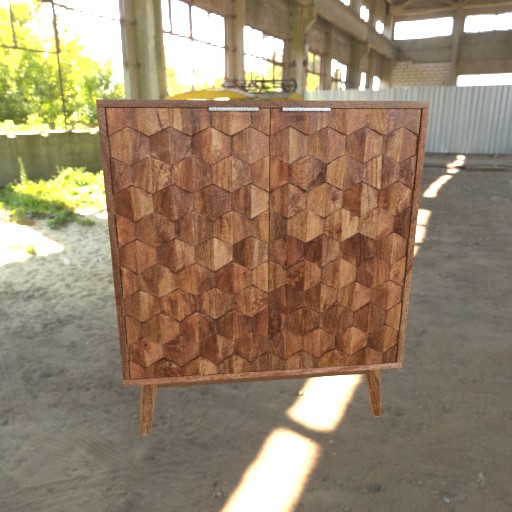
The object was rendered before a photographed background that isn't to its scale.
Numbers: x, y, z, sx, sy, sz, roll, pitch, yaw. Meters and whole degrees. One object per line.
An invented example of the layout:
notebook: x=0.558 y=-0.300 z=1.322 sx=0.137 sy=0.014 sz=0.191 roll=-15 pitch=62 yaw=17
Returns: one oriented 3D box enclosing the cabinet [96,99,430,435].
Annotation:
cabinet: x=0.000 y=0.000 z=1.175 sx=0.647 sy=0.758 sz=0.473 roll=-2 pitch=17 yaw=-7
